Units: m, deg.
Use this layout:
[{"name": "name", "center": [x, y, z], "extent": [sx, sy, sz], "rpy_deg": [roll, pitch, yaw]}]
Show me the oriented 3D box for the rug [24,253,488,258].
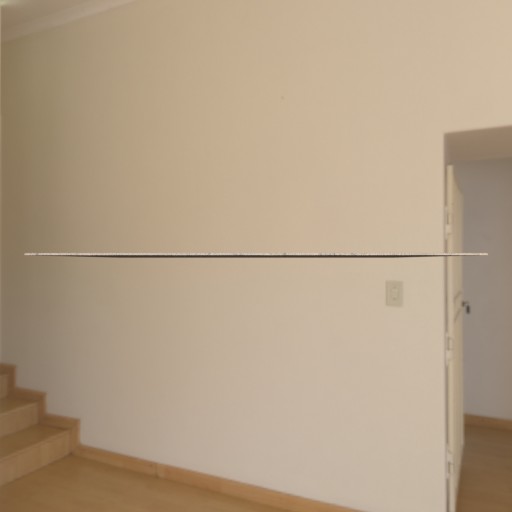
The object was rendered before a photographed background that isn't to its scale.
[{"name": "rug", "center": [0.000, 0.000, 2.347], "extent": [1.836, 0.009, 1.232], "rpy_deg": [0, -1, 0]}]
